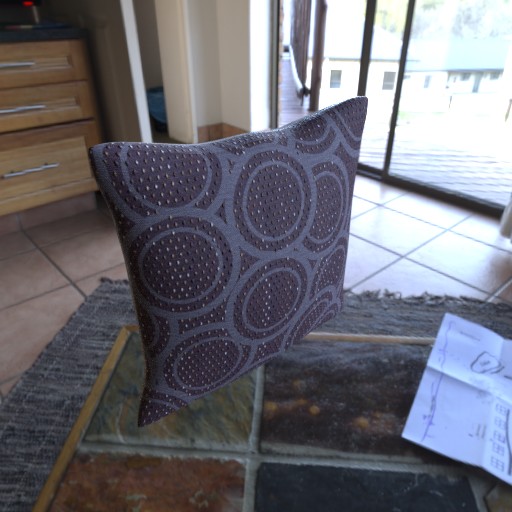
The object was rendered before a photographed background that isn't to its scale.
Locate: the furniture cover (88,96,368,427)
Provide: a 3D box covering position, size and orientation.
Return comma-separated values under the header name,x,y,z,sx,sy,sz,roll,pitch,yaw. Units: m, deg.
name,x,y,z,sx,sy,sz,roll,pitch,yaw
furniture cover,0.000,0.000,0.822,0.552,0.509,0.193,-23,37,-34
